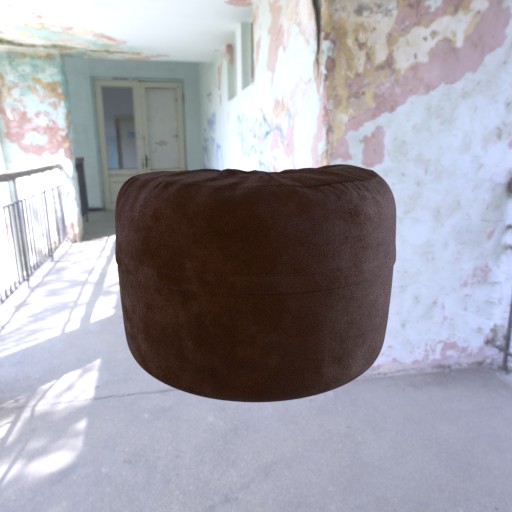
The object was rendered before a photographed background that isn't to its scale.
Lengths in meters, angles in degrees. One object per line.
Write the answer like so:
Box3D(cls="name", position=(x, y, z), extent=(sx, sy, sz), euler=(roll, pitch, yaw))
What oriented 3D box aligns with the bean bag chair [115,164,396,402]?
Box3D(cls="bean bag chair", position=(0.000, 0.000, 1.521), extent=(0.918, 0.616, 0.918), euler=(0, 15, 0))
